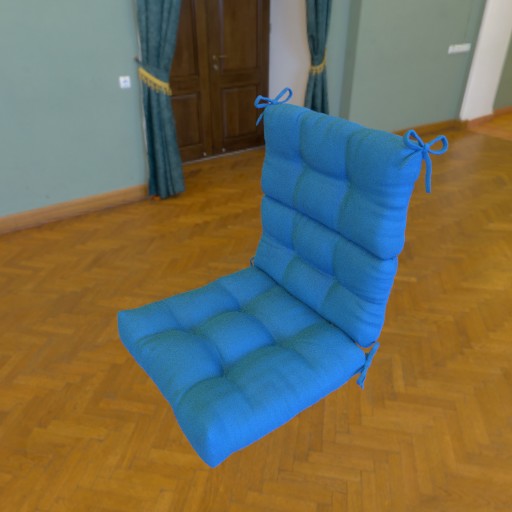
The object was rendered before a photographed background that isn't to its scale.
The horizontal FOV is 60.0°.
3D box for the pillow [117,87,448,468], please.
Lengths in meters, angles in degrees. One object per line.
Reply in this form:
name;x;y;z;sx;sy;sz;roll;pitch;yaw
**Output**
pillow;0.000;0.000;1.009;0.571;0.605;0.519;-21;37;-30
